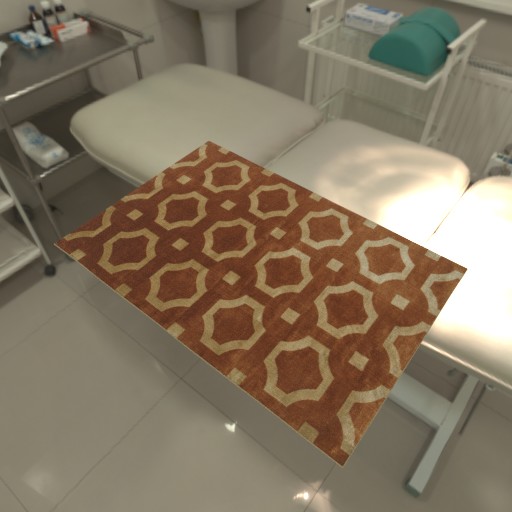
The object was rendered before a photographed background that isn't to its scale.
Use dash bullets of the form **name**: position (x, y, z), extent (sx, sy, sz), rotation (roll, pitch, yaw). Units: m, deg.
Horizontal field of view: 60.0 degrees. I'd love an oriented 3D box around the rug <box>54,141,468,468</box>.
- **rug**: position (0.000, 0.000, 2.946), extent (2.286, 0.016, 1.555), rotation (31, 56, 24)
